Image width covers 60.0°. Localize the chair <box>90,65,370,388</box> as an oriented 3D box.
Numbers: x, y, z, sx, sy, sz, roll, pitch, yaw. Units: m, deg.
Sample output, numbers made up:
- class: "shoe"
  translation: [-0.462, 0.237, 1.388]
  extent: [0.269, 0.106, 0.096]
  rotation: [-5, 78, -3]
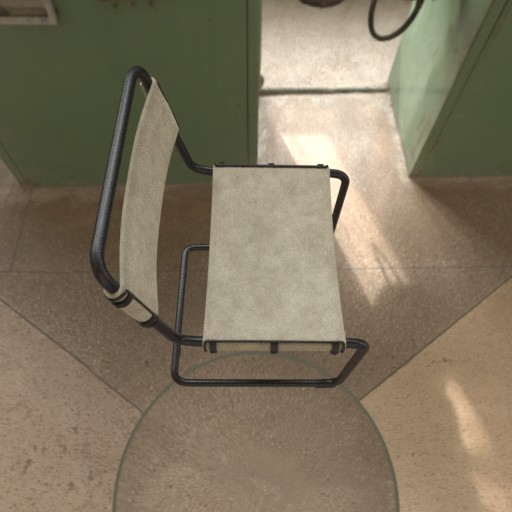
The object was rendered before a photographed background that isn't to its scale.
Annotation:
- class: "chair"
  translation: [0.000, 0.000, 1.069]
  extent: [0.497, 0.747, 0.499]
  rotation: [0, 62, 0]
